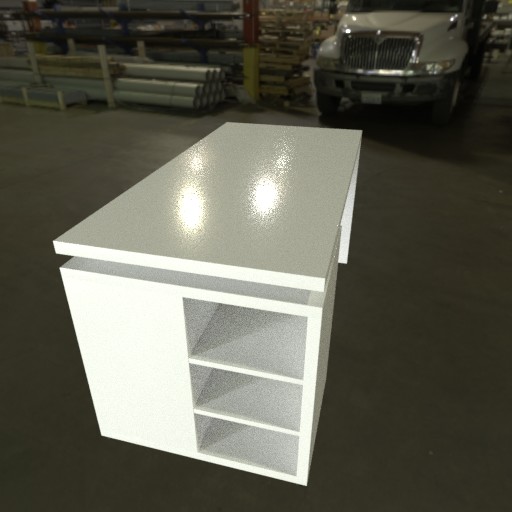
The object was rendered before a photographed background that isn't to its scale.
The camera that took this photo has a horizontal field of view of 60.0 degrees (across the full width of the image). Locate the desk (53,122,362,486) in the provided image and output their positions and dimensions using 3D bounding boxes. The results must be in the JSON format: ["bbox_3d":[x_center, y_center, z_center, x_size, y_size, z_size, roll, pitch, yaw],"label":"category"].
[{"bbox_3d":[0.000,0.000,1.815,0.690,0.740,1.400,7,30,13],"label":"desk"}]
